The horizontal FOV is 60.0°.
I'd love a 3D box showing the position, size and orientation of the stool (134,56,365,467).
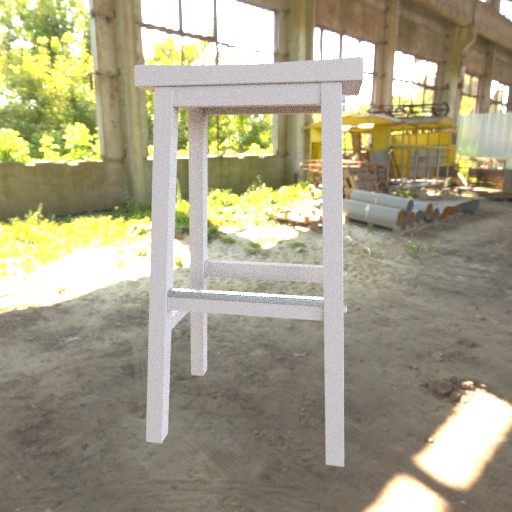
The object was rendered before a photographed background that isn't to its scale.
[{"bbox_3d":[0.000,0.000,0.955,0.406,0.742,0.322,3,14,11],"label":"stool"}]
